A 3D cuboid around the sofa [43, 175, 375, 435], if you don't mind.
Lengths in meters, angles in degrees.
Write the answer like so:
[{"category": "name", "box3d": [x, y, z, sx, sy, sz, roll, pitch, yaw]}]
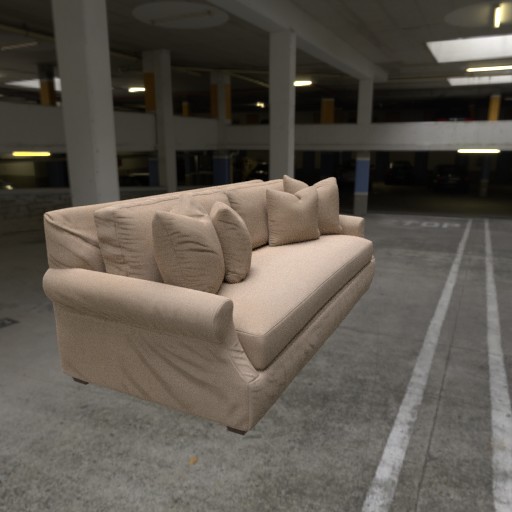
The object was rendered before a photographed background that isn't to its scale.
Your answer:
[{"category": "sofa", "box3d": [0.000, 0.000, 2.746, 1.067, 0.904, 2.285, 7, 16, 26]}]
